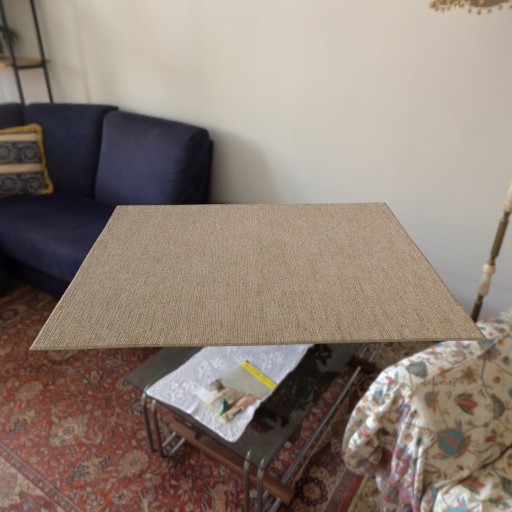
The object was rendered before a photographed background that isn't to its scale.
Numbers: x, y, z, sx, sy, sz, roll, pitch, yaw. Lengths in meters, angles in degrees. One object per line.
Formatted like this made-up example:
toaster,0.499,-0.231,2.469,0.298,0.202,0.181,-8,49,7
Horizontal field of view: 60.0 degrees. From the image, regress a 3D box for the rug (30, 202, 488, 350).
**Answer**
rug,0.000,0.000,3.977,3.034,0.012,2.406,-1,29,-2
